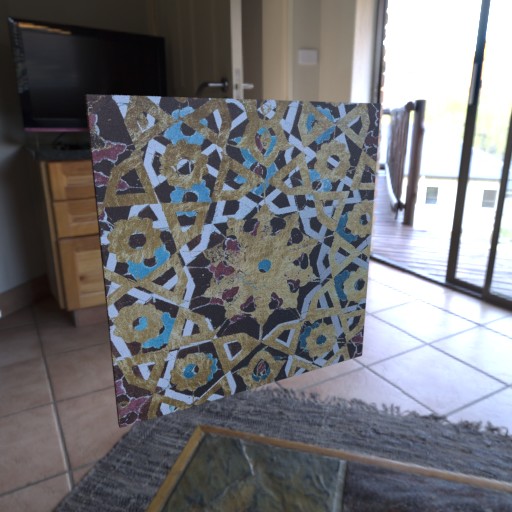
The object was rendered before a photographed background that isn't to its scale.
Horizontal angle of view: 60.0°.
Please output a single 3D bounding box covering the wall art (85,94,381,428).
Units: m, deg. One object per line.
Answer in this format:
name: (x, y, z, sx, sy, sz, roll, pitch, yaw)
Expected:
wall art: (0.000, 0.000, 0.611, 0.404, 0.406, 0.010, -8, 18, -27)
